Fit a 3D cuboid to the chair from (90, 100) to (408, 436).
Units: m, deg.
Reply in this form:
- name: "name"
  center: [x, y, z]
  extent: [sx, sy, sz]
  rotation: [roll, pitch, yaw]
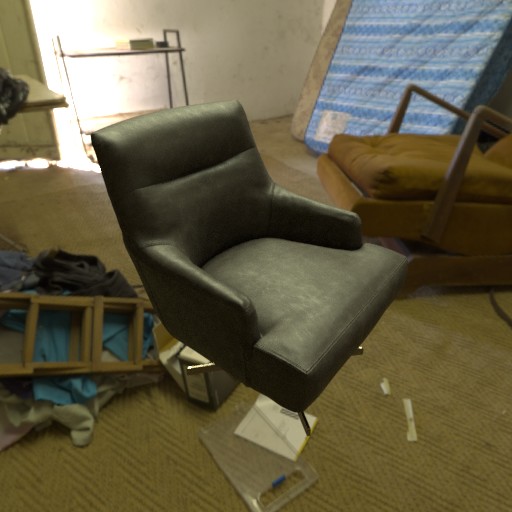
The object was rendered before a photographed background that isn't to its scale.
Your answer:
- name: "chair"
  center: [0.000, 0.000, 1.514]
  extent: [0.874, 0.870, 0.738]
  rotation: [19, 34, 31]
